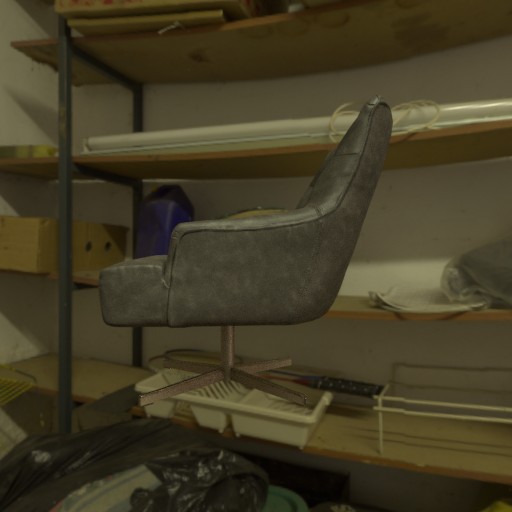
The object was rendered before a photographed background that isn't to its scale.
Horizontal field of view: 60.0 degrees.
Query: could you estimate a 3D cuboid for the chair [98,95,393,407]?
[{"bbox_3d":[0.000,0.000,1.516,0.874,0.870,0.738,0,0,0],"label":"chair"}]
